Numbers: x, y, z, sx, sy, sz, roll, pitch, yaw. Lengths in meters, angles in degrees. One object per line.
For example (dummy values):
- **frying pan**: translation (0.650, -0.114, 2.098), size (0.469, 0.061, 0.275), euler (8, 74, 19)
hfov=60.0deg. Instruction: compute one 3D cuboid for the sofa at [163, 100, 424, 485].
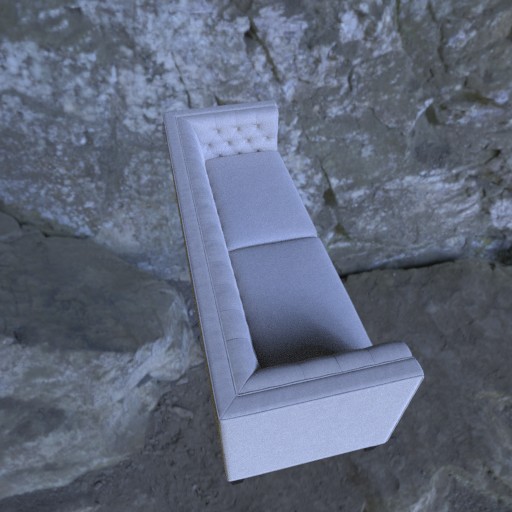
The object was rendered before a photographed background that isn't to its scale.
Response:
- **sofa**: translation (0.000, 0.000, 2.547), size (0.775, 0.762, 2.159), euler (-10, 47, -9)
